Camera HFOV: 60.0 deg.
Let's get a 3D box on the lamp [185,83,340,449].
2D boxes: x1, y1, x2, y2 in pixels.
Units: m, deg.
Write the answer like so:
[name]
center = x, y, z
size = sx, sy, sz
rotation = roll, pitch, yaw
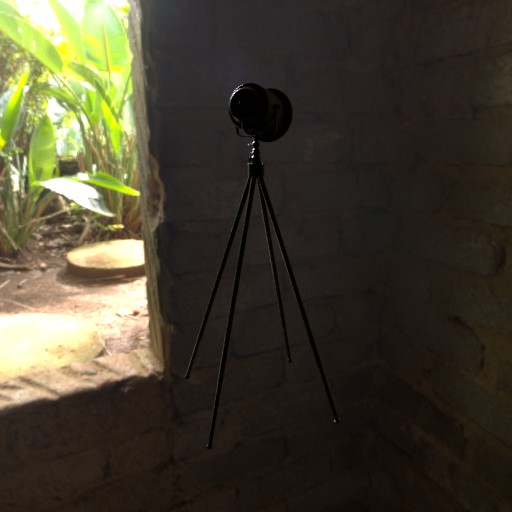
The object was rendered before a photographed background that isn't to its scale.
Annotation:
[lamp]
center = 0.000, 0.000, 2.070
size = 0.879, 1.504, 0.884
rotation = 7, 16, 27
